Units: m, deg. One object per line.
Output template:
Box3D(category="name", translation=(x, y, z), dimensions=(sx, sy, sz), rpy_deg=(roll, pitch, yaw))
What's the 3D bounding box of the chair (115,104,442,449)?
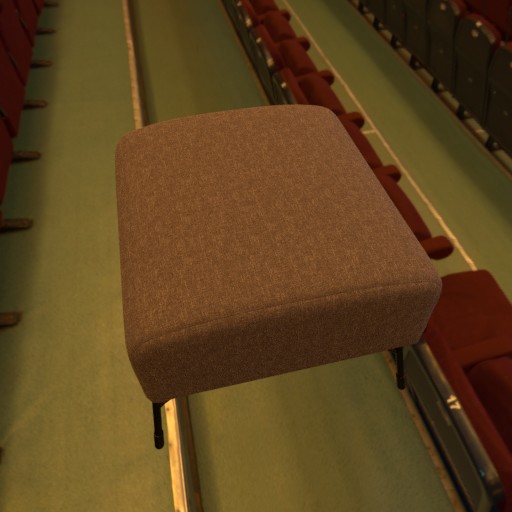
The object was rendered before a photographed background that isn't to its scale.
Box3D(category="chair", translation=(0.000, 0.000, 0.911), dimensions=(0.530, 0.410, 0.530), rpy_deg=(-10, 50, -9))
